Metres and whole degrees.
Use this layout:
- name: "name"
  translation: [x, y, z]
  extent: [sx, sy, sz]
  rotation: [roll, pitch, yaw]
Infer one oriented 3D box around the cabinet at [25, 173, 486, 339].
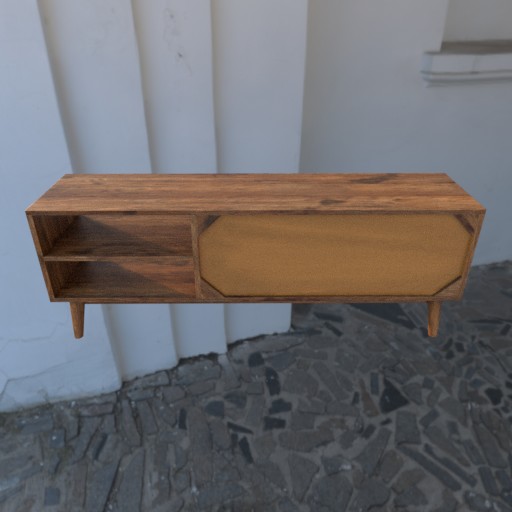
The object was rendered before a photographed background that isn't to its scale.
- name: "cabinet"
  translation: [0.000, 0.000, 1.673]
  extent: [1.448, 0.528, 0.349]
  rotation: [0, 30, 0]
